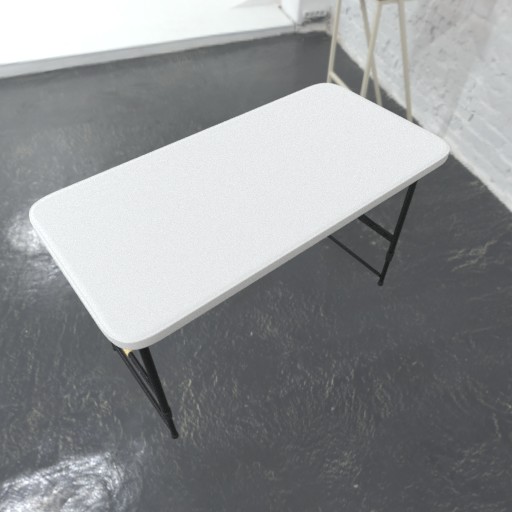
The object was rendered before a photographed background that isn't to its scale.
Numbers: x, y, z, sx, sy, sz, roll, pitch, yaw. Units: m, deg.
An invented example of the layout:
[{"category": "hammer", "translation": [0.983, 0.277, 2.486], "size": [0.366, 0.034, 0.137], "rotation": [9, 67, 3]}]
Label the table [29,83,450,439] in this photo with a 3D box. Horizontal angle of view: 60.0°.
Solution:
[{"category": "table", "translation": [0.000, 0.000, 1.616], "size": [1.219, 0.737, 0.610], "rotation": [-31, 55, -25]}]
